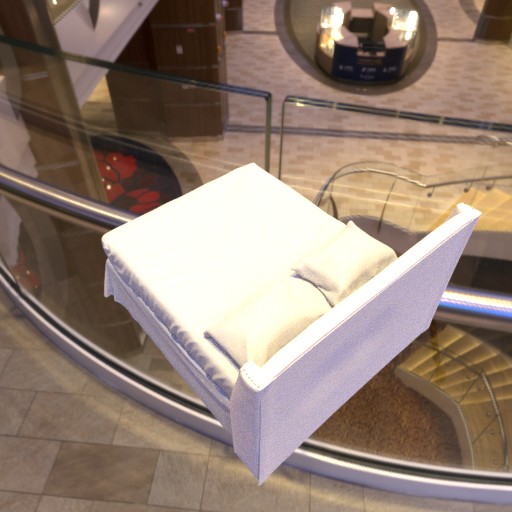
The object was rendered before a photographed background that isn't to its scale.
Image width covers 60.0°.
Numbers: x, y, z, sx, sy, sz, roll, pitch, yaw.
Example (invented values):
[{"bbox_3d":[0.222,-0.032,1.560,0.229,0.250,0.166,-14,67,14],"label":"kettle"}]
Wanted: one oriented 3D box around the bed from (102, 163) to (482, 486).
[{"bbox_3d":[0.000,0.000,3.461,1.925,1.332,2.276,-32,54,-27],"label":"bed"}]
